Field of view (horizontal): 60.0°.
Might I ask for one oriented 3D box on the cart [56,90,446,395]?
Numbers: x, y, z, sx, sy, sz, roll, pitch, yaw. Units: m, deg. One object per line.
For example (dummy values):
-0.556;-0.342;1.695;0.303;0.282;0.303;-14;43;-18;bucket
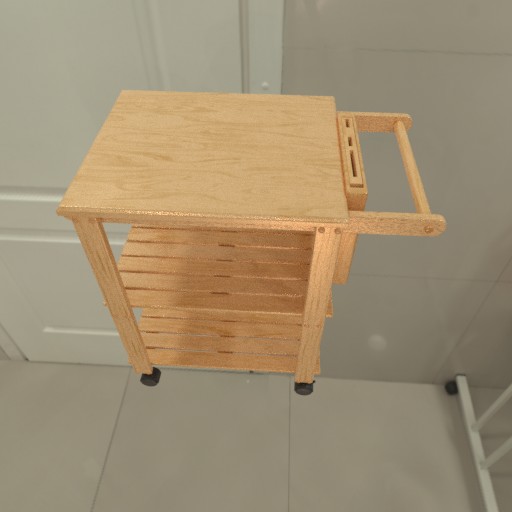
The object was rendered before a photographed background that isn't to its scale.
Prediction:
0.000;0.000;1.379;0.843;0.816;0.520;3;47;2;cart
